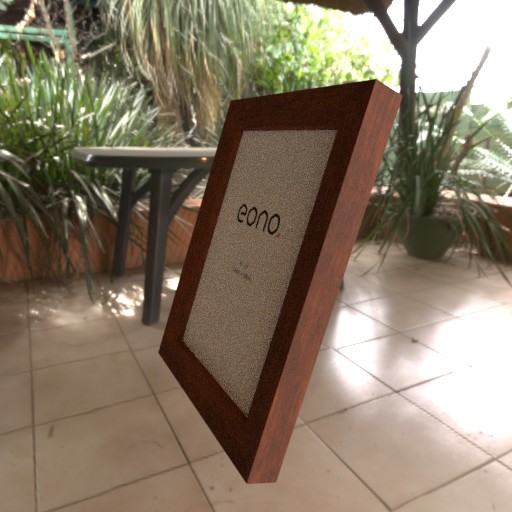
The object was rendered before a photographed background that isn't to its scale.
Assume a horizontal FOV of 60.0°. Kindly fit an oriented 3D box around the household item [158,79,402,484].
[{"bbox_3d":[0.000,0.000,0.291,0.096,0.204,0.160,-8,17,-27],"label":"household item"}]
